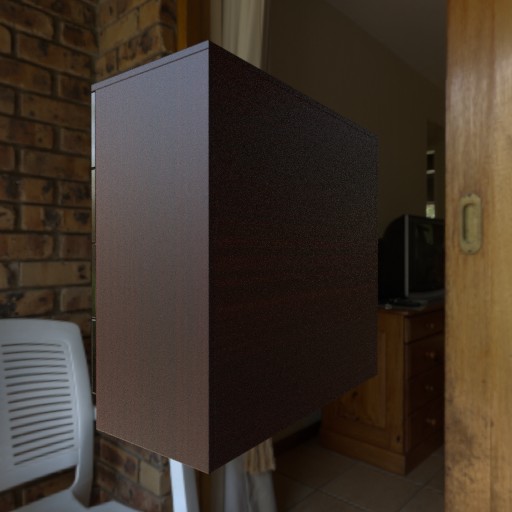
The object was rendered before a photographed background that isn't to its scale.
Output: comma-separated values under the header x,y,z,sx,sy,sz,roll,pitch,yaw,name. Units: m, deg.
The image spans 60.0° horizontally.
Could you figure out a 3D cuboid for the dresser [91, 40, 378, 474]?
x,y,z,sx,sy,sz,roll,pitch,yaw,name
0.000,0.000,1.142,0.360,0.720,0.750,0,0,37,dresser
